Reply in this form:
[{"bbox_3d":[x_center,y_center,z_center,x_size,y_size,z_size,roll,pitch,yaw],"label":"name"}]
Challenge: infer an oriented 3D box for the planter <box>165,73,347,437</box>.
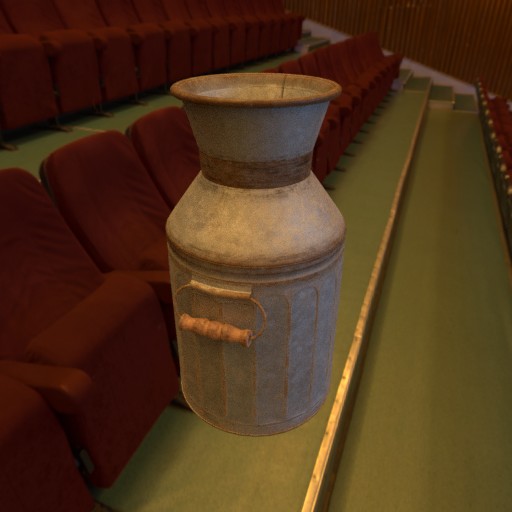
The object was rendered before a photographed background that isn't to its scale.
[{"bbox_3d":[0.000,0.000,0.542,0.214,0.396,0.245,11,31,18],"label":"planter"}]
